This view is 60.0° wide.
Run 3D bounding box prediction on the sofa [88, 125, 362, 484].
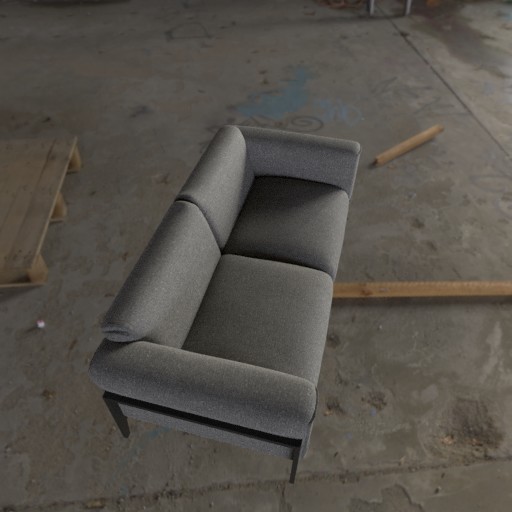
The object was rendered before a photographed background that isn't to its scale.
[{"bbox_3d":[0.000,0.000,2.606,0.985,0.703,2.125,11,47,10],"label":"sofa"}]
